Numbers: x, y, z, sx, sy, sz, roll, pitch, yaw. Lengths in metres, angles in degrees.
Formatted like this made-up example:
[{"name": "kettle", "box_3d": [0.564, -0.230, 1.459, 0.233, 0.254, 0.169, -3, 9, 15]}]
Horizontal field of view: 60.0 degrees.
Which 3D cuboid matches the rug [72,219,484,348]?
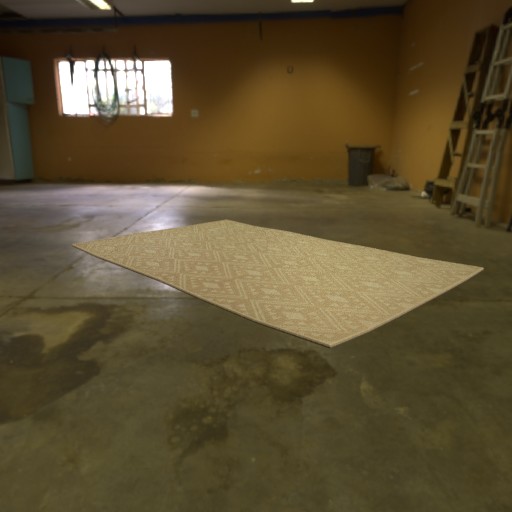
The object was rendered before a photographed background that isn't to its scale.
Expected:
[{"name": "rug", "box_3d": [0.000, 0.000, 3.042, 1.553, 0.053, 2.430, -14, 20, -42]}]
